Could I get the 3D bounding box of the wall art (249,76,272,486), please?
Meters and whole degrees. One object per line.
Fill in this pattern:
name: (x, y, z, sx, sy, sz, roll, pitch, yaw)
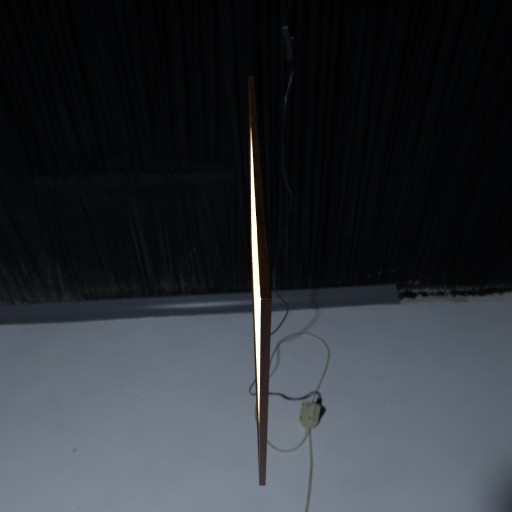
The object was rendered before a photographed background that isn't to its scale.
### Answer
wall art: (0.000, 0.000, 1.049, 0.014, 0.559, 0.816, -1, 41, -1)
